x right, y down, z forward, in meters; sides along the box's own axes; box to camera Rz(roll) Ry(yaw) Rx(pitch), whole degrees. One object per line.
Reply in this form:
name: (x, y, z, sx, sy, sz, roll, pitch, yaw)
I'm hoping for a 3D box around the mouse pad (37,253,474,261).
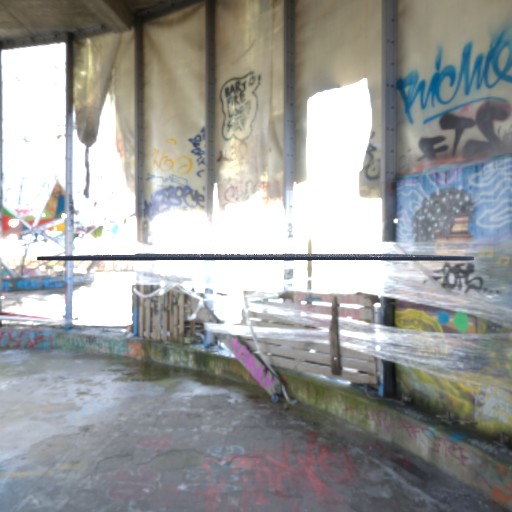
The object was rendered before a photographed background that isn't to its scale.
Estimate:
mouse pad: (0.000, 0.000, 0.343, 0.249, 0.002, 0.211, 0, 1, 0)
